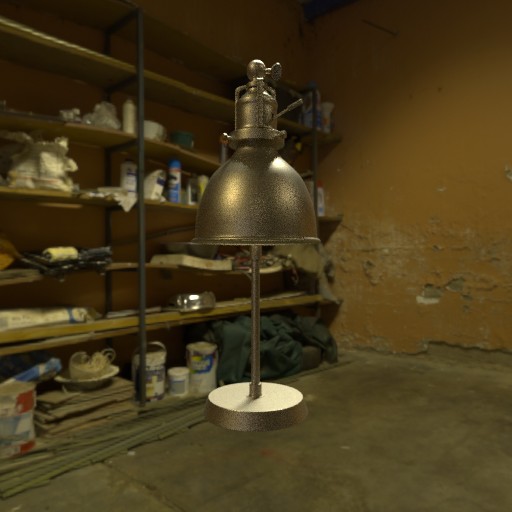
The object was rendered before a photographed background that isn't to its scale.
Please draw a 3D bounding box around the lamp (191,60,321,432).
[{"bbox_3d":[0.000,0.000,0.586,0.153,0.456,0.286,0,0,-1],"label":"lamp"}]
